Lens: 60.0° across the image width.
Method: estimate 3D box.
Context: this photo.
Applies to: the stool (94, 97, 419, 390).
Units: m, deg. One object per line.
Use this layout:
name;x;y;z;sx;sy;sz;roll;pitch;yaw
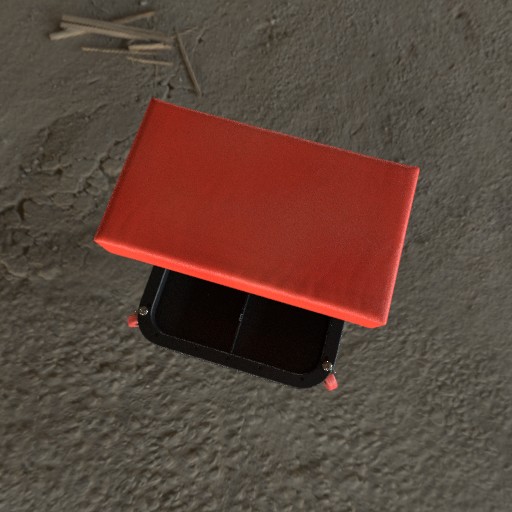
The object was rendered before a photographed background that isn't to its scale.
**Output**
stool;0.000;0.000;0.731;0.446;0.380;0.371;16;76;4
